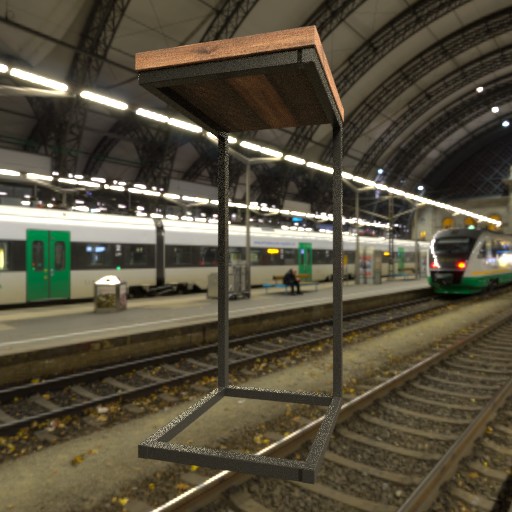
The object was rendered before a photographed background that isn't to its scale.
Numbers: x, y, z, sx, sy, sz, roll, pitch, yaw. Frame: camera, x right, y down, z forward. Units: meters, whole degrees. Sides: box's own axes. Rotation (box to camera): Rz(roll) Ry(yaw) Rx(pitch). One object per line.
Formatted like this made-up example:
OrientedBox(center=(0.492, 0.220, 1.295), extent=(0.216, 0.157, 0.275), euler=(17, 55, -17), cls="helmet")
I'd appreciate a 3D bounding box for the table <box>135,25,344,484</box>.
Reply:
OrientedBox(center=(0.000, 0.000, 0.934), extent=(0.323, 0.718, 0.414), euler=(0, 0, 17), cls="table")
